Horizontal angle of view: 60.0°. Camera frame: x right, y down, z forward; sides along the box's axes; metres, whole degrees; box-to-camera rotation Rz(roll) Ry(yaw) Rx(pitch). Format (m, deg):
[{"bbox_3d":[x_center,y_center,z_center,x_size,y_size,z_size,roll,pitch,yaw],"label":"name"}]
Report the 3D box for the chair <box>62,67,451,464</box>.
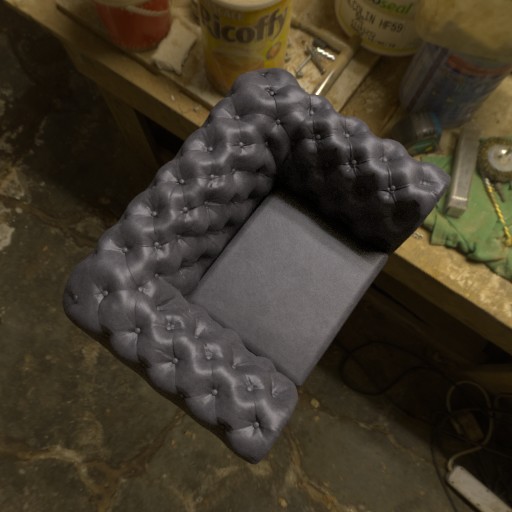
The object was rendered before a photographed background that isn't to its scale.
[{"bbox_3d":[0.000,0.000,1.917,0.943,0.780,1.298,36,78,9],"label":"chair"}]
